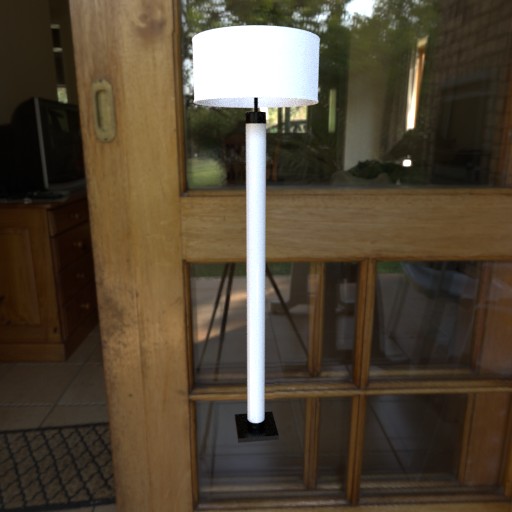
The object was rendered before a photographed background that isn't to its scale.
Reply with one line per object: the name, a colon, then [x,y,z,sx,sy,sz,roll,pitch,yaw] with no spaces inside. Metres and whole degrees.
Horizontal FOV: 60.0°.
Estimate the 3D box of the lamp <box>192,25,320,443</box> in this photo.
lamp: [0.000,0.000,1.641,0.420,1.475,0.420,-2,15,-7]
